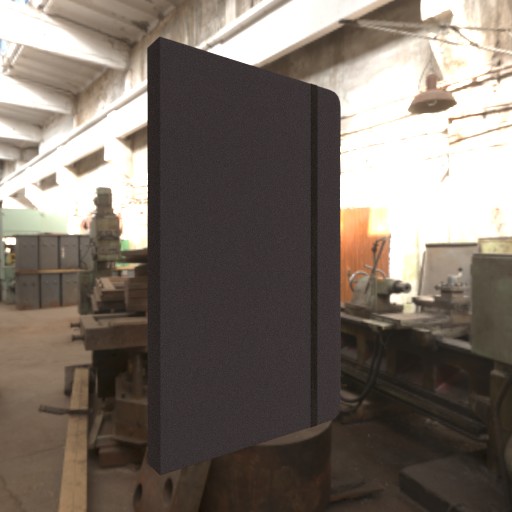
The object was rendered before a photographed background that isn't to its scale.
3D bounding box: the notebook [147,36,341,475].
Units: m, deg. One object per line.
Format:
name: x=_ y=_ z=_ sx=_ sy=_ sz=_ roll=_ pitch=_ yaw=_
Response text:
notebook: x=0.000 y=0.000 z=0.258 sx=0.127 sy=0.213 sz=0.016 roll=0 pitch=0 yaw=-37
